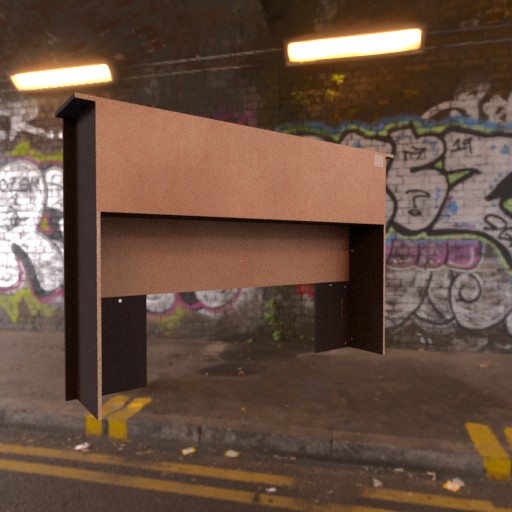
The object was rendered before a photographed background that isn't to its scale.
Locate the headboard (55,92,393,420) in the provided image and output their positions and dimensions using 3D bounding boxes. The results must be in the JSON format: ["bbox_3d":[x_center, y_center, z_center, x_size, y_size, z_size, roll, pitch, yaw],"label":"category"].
[{"bbox_3d":[0.000,0.000,2.060,1.671,1.092,0.279,-1,2,-36],"label":"headboard"}]
